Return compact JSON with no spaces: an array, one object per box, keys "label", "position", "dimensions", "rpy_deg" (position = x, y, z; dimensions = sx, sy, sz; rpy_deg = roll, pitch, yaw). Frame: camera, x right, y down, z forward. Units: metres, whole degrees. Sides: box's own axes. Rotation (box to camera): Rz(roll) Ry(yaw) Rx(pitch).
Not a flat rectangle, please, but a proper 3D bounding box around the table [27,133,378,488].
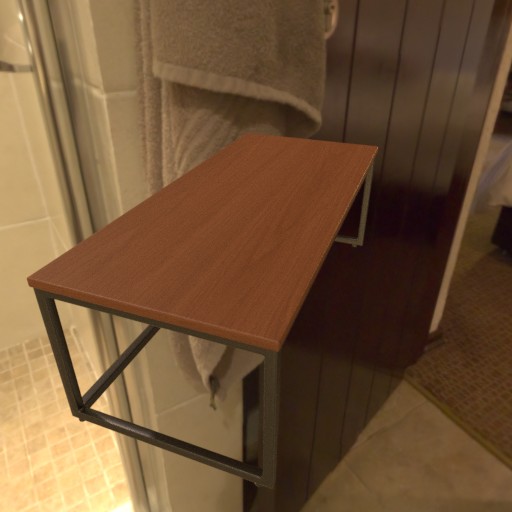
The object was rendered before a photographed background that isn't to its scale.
[{"label":"table","position":[0.000,0.000,1.296],"dimensions":[0.500,0.400,1.100],"rpy_deg":[11,32,18]}]
